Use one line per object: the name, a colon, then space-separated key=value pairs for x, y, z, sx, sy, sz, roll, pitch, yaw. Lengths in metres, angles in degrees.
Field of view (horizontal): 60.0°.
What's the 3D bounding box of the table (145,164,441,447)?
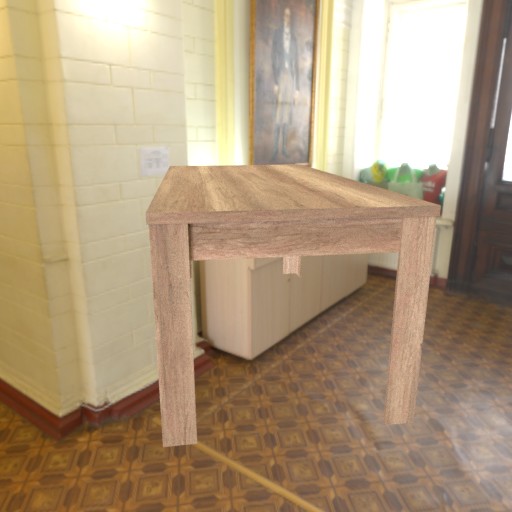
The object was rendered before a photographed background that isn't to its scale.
table: x=0.000 y=0.000 z=2.282 sx=0.900 sy=0.790 sz=1.800 roll=-2 pitch=16 yaw=-8
